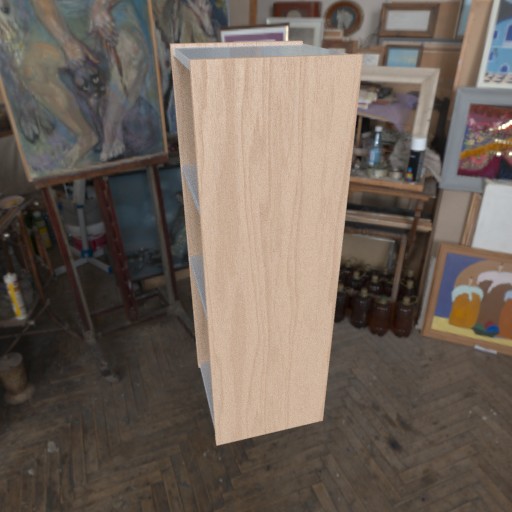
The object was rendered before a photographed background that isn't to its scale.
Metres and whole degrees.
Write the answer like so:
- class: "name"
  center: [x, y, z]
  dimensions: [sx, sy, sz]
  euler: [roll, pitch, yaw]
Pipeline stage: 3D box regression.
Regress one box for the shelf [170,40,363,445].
- class: "shelf"
  center: [0.000, 0.000, 1.057]
  dimensions: [0.290, 0.900, 0.300]
  euler: [-8, 31, -13]
